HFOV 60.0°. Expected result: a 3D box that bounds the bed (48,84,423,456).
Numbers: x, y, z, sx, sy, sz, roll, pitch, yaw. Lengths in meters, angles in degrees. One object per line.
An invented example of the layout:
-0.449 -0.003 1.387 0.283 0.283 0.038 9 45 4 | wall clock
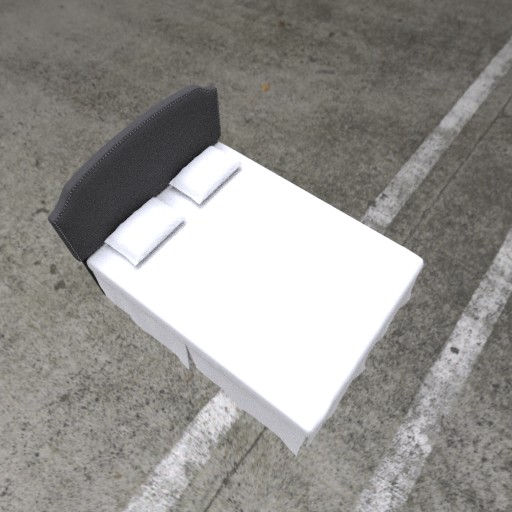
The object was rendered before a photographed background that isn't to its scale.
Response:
0.000 0.000 3.031 1.999 1.270 1.558 33 65 18 | bed
